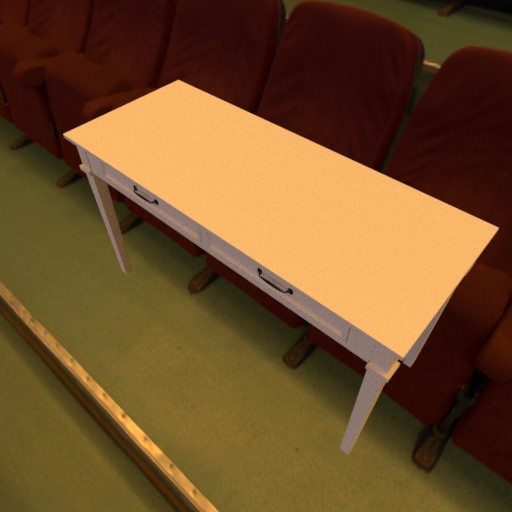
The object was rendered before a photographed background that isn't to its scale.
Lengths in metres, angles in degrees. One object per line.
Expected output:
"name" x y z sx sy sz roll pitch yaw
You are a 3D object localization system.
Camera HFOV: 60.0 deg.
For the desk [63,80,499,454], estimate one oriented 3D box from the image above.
"desk" 0.000 0.000 1.724 1.372 0.774 0.559 33 56 27
